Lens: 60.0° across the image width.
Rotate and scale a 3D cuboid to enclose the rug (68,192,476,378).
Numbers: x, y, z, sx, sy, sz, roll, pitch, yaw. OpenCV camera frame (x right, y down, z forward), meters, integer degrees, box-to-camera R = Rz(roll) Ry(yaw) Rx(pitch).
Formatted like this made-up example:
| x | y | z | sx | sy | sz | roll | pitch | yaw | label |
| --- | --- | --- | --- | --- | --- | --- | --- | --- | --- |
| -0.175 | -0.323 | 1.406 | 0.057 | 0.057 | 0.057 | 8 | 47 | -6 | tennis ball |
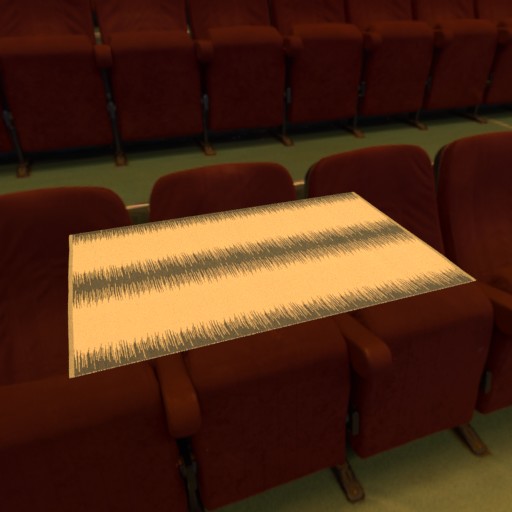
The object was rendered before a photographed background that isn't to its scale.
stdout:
| x | y | z | sx | sy | sz | roll | pitch | yaw | label |
| --- | --- | --- | --- | --- | --- | --- | --- | --- | --- |
| 0.000 | 0.000 | 3.081 | 2.453 | 0.003 | 1.519 | -11 | 33 | -17 | rug |
